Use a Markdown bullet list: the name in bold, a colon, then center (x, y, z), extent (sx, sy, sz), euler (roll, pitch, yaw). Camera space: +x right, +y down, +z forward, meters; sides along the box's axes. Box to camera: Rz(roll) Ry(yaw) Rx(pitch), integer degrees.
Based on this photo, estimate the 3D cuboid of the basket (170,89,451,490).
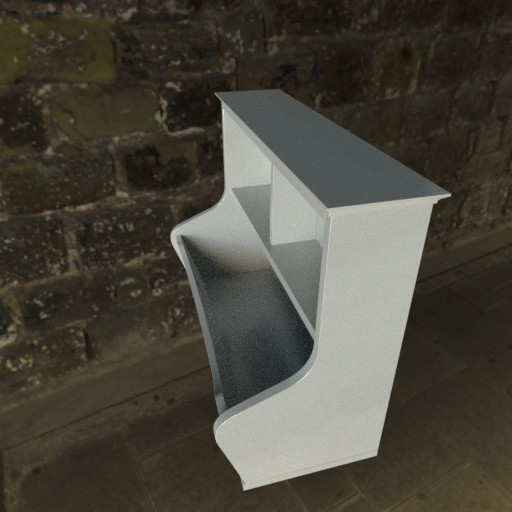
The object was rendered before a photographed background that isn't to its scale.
- **basket**: center (0.000, 0.000, 1.054), extent (0.350, 0.600, 0.780), euler (-8, 32, -13)
